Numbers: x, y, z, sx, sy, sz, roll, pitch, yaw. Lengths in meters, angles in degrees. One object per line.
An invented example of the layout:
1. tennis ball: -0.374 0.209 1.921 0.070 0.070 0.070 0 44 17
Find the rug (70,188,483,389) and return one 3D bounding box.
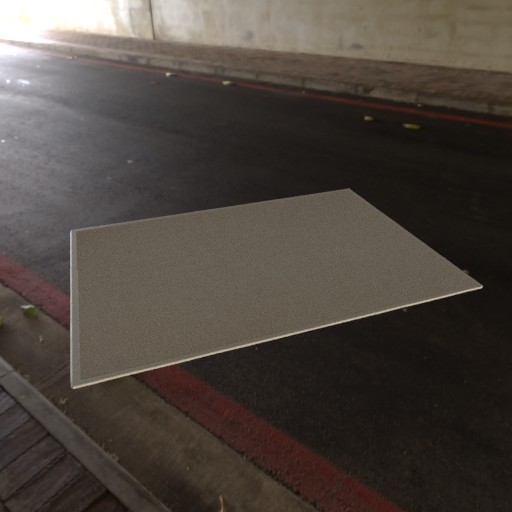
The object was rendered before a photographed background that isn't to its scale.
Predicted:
1. rug: 0.000 0.000 2.845 2.244 0.017 1.532 -11 33 -17
